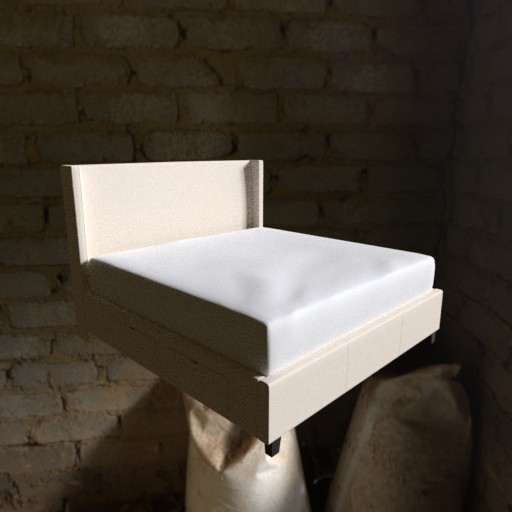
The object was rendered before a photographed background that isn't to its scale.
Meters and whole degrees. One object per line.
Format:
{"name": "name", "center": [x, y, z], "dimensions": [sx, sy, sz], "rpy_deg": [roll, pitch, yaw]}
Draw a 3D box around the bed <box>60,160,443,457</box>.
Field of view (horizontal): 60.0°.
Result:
{"name": "bed", "center": [0.000, 0.000, 3.656], "dimensions": [2.293, 1.471, 2.145], "rpy_deg": [13, 19, 43]}
